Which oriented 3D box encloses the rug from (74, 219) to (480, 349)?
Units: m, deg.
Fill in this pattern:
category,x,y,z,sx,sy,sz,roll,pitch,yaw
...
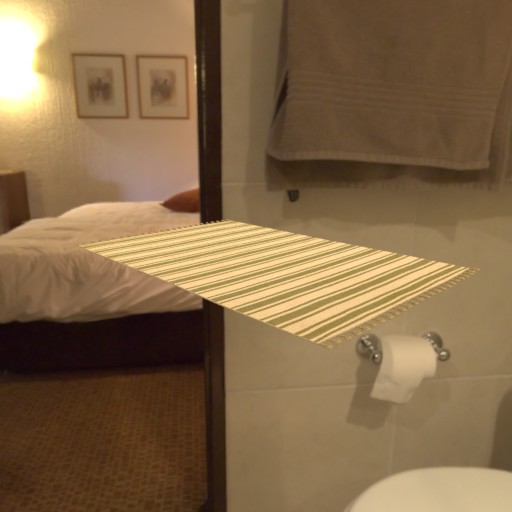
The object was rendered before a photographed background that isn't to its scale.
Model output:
category,x,y,z,sx,sy,sz,roll,pitch,yaw
rug,0.000,0.000,3.064,1.540,0.018,2.435,-14,20,-42
